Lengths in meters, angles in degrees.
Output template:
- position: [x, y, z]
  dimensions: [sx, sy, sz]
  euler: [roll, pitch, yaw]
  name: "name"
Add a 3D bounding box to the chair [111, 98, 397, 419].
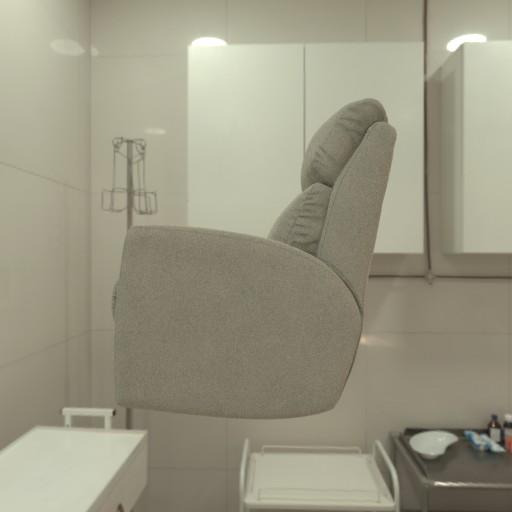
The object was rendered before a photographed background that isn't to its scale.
- position: [0.000, 0.000, 1.707]
  dimensions: [0.940, 1.021, 0.794]
  euler: [0, 0, 2]
  name: "chair"
